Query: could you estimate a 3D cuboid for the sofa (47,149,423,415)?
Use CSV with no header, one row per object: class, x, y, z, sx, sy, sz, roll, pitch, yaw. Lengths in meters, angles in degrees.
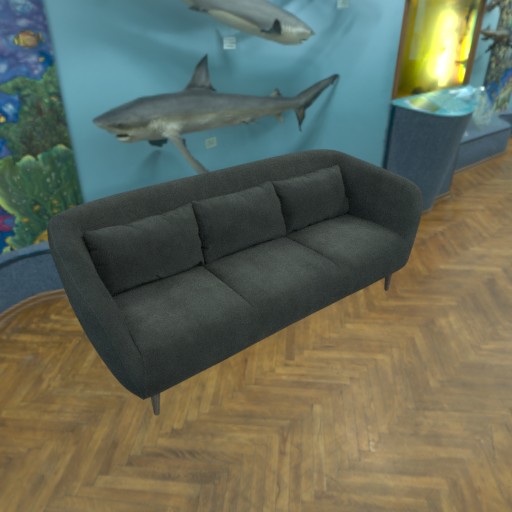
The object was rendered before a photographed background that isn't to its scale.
sofa,0.000,0.000,2.763,2.296,0.875,0.956,-21,35,-32
